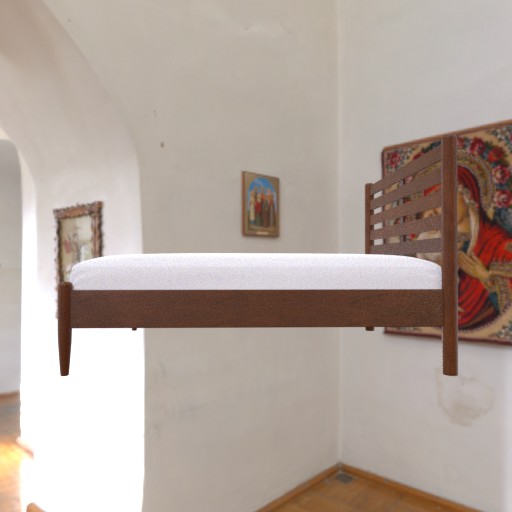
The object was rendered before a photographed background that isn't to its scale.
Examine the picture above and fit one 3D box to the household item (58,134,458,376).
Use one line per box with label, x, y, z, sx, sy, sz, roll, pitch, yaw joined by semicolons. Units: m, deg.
household item;0.000;0.000;3.271;2.232;1.356;1.663;0;-1;-2
